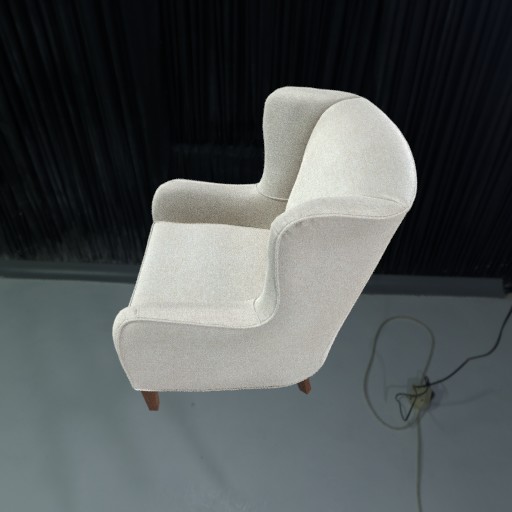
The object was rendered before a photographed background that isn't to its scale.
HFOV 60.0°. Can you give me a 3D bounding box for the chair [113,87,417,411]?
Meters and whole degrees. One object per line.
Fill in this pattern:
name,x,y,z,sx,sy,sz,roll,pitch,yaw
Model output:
chair,0.000,0.000,1.742,0.966,1.040,0.838,1,43,1
